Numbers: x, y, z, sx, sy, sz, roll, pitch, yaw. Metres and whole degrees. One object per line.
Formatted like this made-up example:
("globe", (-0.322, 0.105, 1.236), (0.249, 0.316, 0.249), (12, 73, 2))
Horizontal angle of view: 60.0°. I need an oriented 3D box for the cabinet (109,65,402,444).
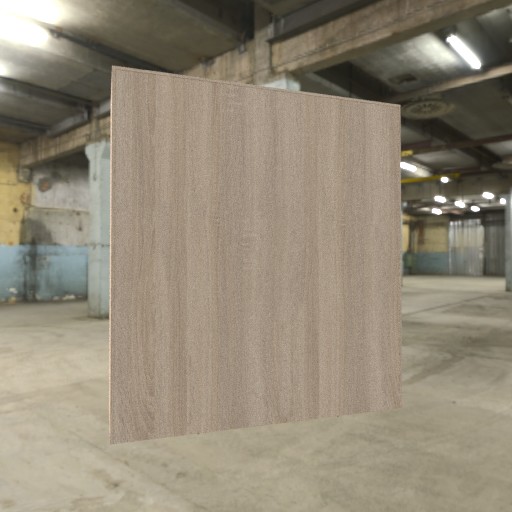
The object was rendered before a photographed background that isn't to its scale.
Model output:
("cabinet", (0.000, 0.000, 2.997), (1.870, 2.060, 0.620), (0, -1, -19))
